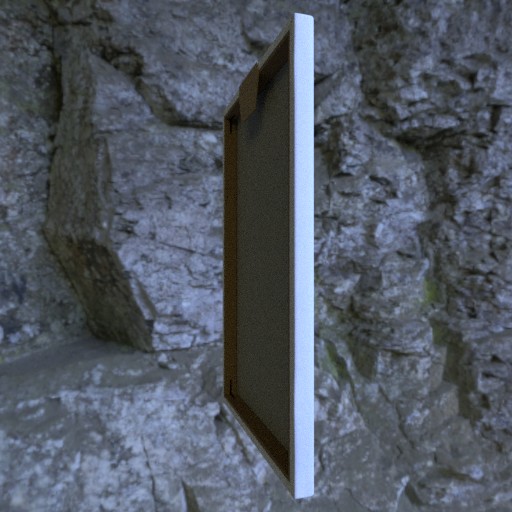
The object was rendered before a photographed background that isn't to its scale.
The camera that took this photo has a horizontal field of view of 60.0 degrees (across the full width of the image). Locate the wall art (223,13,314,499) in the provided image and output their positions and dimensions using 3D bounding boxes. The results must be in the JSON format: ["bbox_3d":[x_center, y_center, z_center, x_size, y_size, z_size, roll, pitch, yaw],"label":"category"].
[{"bbox_3d":[0.000,0.000,1.124,0.048,0.916,0.602,0,0,-17],"label":"wall art"}]
